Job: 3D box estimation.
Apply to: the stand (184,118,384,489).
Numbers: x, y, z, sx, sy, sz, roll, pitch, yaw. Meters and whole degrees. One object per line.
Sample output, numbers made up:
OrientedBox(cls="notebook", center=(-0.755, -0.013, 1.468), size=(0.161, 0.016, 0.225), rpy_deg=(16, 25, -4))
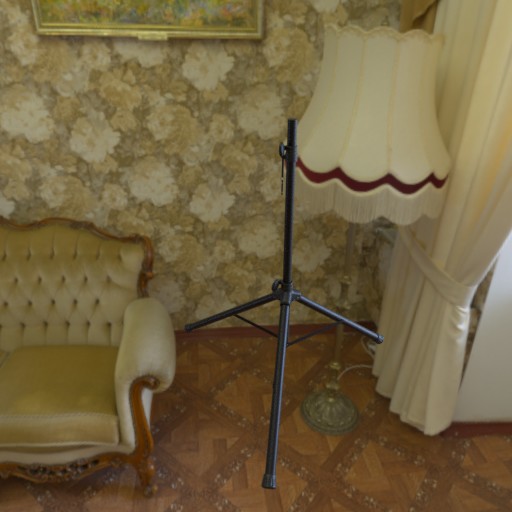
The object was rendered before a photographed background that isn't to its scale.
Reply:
OrientedBox(cls="stand", center=(0.000, 0.000, 1.856), size=(0.907, 1.136, 1.045), rpy_deg=(18, 31, 33))
